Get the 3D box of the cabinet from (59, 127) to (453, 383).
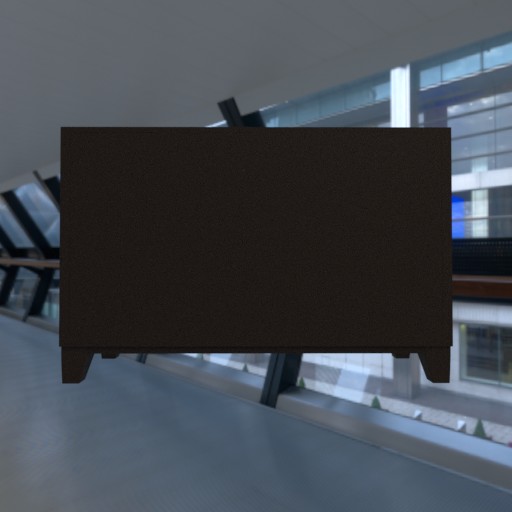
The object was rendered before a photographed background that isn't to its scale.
[{"bbox_3d":[0.000,0.000,1.817,1.396,0.914,0.482,0,-1,0],"label":"cabinet"}]
